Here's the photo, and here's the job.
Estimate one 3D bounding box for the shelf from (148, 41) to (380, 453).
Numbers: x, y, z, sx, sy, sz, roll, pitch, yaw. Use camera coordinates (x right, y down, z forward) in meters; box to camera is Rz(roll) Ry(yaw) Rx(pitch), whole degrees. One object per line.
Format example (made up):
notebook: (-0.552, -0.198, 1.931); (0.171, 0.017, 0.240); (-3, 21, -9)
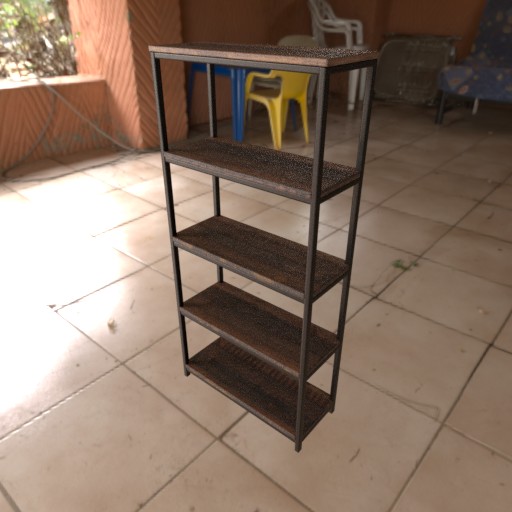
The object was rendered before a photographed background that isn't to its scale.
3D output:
shelf: (0.000, 0.000, 2.186); (0.874, 1.860, 0.359); (22, 36, 34)
